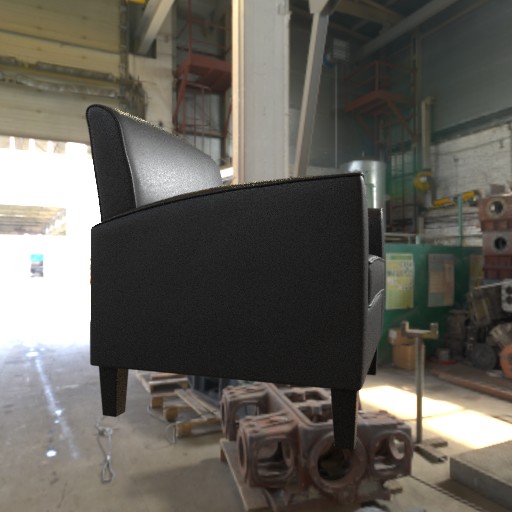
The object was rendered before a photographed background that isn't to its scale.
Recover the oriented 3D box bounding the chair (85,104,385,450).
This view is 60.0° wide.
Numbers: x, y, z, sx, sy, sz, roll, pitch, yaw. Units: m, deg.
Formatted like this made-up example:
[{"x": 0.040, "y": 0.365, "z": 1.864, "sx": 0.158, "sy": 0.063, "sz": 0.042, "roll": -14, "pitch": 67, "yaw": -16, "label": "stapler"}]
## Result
[{"x": 0.000, "y": 0.000, "z": 1.514, "sx": 0.819, "sy": 0.916, "sz": 0.820, "roll": 0, "pitch": 0, "yaw": 19, "label": "chair"}]
